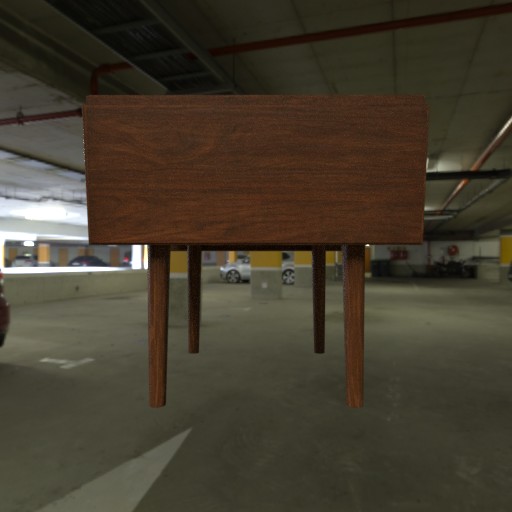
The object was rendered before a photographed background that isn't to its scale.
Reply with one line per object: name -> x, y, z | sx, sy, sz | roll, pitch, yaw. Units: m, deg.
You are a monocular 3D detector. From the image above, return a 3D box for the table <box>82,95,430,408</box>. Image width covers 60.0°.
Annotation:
table -> 0.000, 0.000, 1.448 | 0.812, 0.763, 0.843 | 0, -1, 0
